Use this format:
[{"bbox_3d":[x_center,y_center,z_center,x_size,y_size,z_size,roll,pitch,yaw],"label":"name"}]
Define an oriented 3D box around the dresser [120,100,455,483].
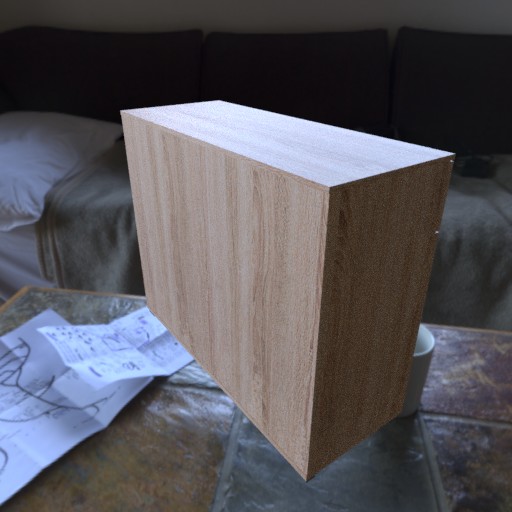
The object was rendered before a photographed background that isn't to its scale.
[{"bbox_3d":[0.000,0.000,1.585,0.450,0.900,1.100,-19,33,-32],"label":"dresser"}]
